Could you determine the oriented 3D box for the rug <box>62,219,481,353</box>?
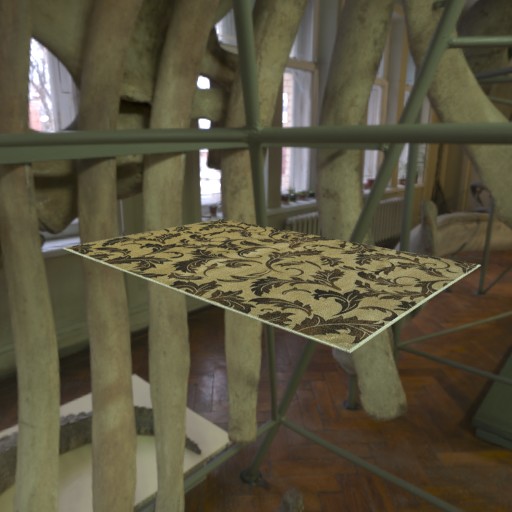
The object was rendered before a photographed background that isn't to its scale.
[{"bbox_3d":[0.000,0.000,2.871,2.284,0.008,1.522,13,20,41],"label":"rug"}]
